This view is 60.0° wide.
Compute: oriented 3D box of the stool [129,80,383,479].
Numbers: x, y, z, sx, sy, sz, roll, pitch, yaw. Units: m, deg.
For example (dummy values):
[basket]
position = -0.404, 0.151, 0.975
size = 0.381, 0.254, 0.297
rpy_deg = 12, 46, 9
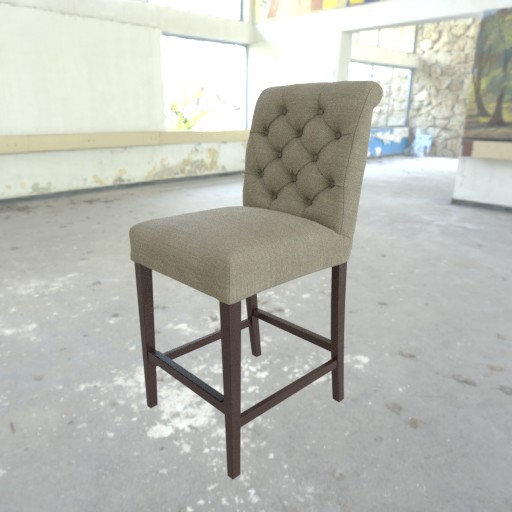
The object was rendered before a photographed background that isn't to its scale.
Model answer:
[stool]
position = 0.000, 0.000, 1.452
size = 0.660, 1.084, 0.486
rpy_deg = -16, 24, -41
